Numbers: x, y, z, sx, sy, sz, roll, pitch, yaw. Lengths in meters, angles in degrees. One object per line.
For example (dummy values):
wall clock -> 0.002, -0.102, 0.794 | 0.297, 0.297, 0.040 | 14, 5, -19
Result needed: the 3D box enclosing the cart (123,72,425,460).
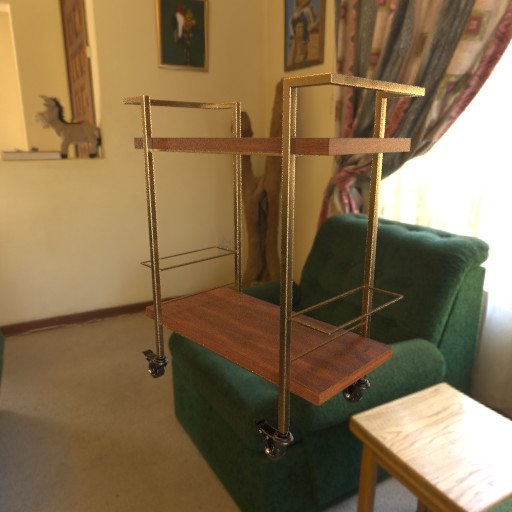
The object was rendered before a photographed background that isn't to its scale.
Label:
cart -> 0.000, 0.000, 1.167 | 0.364, 0.807, 0.695 | -14, 21, -43
